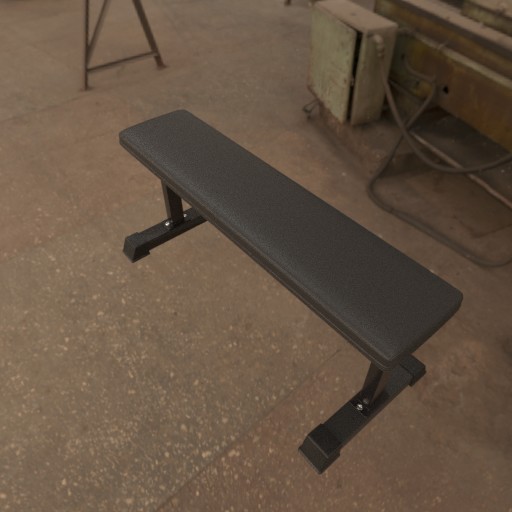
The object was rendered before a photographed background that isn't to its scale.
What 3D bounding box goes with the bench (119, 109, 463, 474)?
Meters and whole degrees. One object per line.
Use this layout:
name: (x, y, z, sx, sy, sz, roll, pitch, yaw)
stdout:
bench: (0.000, 0.000, 1.294, 0.439, 0.453, 1.072, -31, 53, -27)
